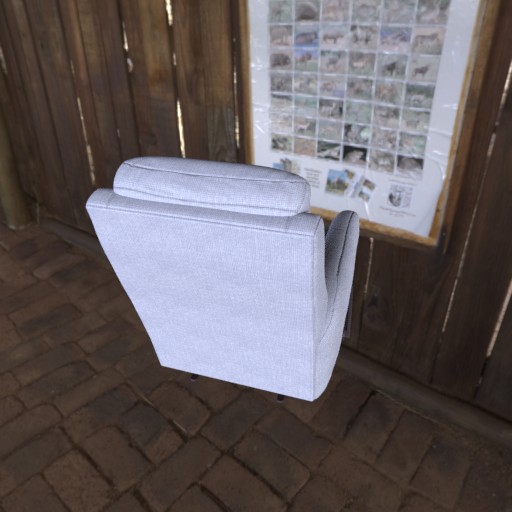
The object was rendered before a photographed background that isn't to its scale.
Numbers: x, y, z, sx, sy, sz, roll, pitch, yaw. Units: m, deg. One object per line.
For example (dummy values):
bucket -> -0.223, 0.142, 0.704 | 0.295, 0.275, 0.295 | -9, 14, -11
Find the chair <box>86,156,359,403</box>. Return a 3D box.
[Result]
chair -> 0.000, 0.000, 1.834 | 0.829, 1.030, 1.080 | 9, 31, 15
